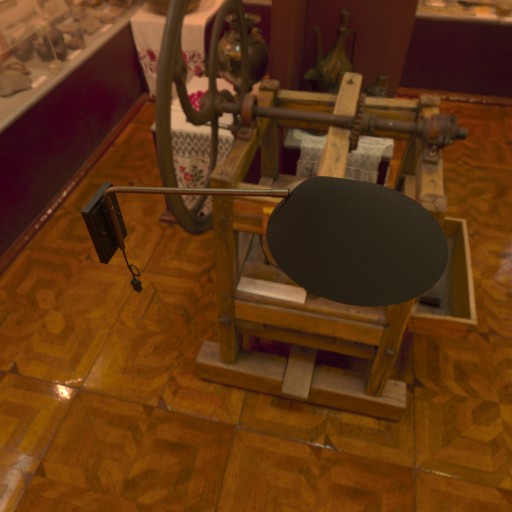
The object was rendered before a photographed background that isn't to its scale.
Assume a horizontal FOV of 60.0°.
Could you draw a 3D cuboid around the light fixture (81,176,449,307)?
[{"bbox_3d":[0.000,0.000,0.679,0.516,0.312,0.240,11,48,10],"label":"light fixture"}]
